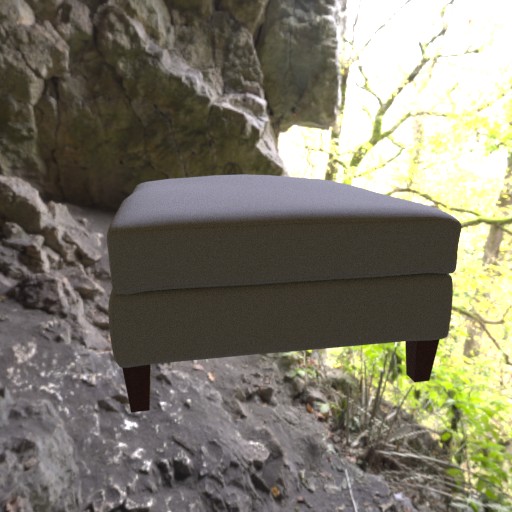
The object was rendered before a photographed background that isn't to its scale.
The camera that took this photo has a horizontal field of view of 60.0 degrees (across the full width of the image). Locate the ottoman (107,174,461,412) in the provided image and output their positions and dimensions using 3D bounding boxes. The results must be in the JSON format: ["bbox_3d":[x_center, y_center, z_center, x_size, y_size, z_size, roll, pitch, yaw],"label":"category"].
[{"bbox_3d":[0.000,0.000,1.469,0.836,0.492,0.976,-3,15,-10],"label":"ottoman"}]
